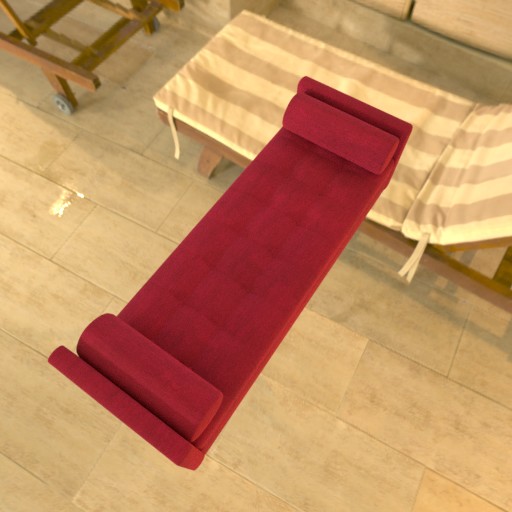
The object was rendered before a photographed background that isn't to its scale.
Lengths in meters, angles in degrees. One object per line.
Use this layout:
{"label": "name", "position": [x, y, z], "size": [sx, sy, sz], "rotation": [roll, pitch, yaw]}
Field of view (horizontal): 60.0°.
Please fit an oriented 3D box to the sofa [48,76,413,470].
{"label": "sofa", "position": [0.000, 0.000, 2.315], "size": [0.686, 0.635, 1.981], "rotation": [31, 67, 15]}
